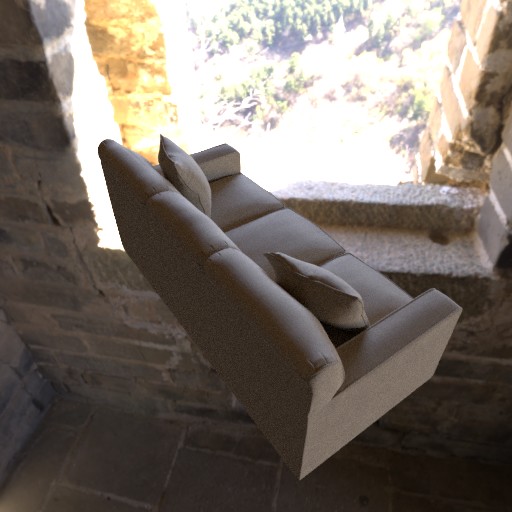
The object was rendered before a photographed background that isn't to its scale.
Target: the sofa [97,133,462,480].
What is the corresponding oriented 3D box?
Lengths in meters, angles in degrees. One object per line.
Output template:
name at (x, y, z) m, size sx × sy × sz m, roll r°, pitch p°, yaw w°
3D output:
sofa at (0.000, 0.000, 2.554) m, size 0.997 × 0.958 × 2.024 m, roll -25°, pitch 47°, yaw -26°
